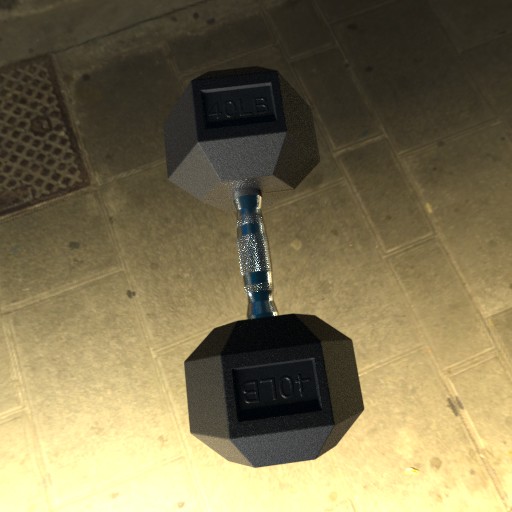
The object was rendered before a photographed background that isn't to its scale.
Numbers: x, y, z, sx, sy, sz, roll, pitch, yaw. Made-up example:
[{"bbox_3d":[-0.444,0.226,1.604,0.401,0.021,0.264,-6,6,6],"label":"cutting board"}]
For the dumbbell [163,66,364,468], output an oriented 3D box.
[{"bbox_3d":[0.000,0.000,0.432,0.157,0.137,0.361,-7,76,-2],"label":"dumbbell"}]
